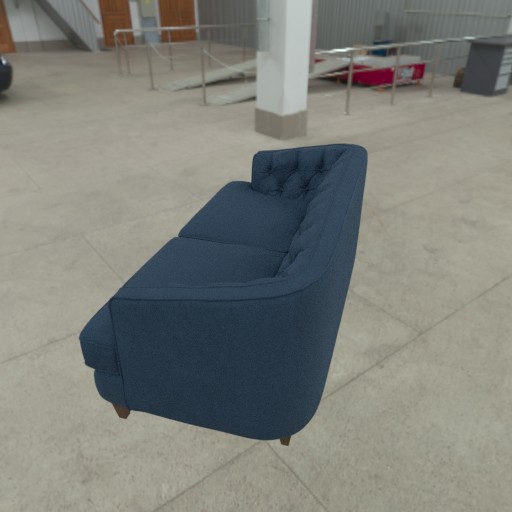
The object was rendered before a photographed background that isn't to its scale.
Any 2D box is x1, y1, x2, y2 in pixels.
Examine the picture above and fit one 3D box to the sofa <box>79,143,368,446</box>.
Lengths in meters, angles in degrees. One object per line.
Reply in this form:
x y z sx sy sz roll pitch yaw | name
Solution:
0.000 0.000 2.278 0.941 0.854 1.733 9 32 15 | sofa
